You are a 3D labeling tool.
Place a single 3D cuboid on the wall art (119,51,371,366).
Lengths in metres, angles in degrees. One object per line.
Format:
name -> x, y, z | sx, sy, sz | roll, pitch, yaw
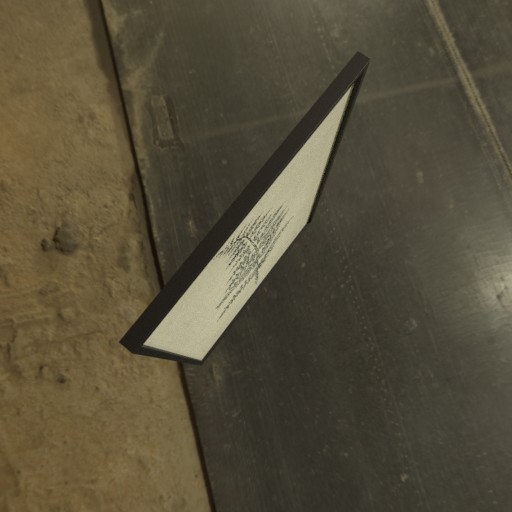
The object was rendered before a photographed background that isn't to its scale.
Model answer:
wall art -> 0.000, 0.000, 1.421 | 0.036, 1.070, 0.802 | 36, 78, 9
